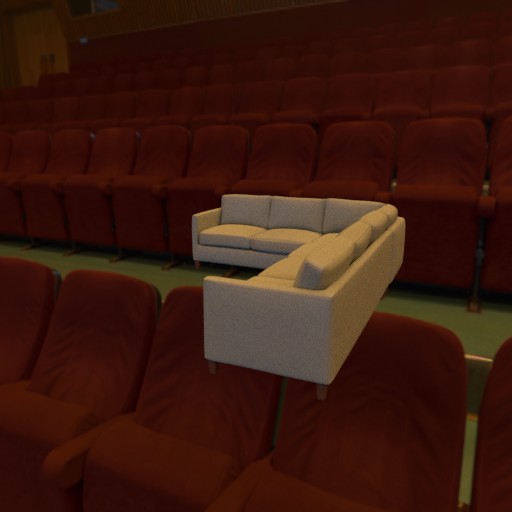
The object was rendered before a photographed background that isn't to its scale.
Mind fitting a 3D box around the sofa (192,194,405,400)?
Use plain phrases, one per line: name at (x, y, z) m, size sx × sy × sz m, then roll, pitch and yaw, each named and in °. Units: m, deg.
sofa at (0.000, 0.000, 4.627) m, size 2.592 × 0.947 × 3.301 m, roll 6°, pitch 15°, yaw 24°
